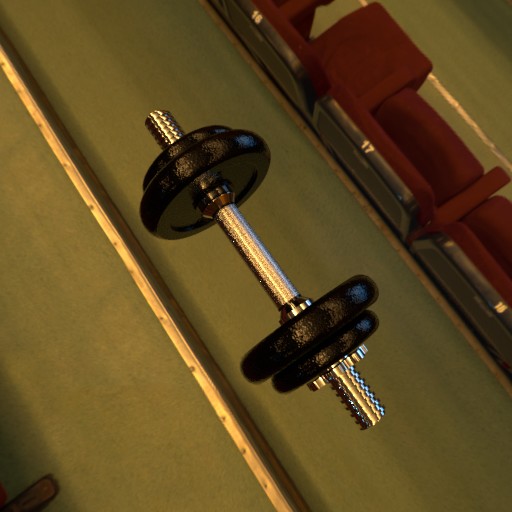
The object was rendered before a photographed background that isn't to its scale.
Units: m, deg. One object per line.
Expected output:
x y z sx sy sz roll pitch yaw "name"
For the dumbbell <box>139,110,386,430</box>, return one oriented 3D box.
0.000 0.000 0.584 0.202 0.202 0.497 -34 78 -8 "dumbbell"
